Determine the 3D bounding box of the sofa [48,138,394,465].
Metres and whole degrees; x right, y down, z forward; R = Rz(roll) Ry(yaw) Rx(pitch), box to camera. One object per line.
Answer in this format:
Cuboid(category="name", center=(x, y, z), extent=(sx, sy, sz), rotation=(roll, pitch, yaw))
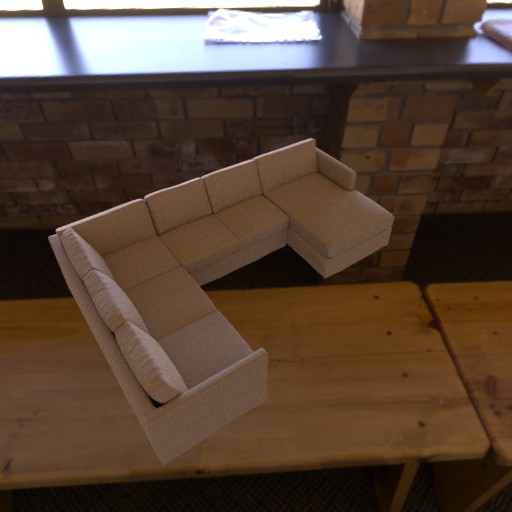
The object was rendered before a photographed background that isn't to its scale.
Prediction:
Cuboid(category="sofa", center=(0.000, 0.000, 4.634), extent=(3.460, 0.882, 2.427), rotation=(-25, 48, -25))
